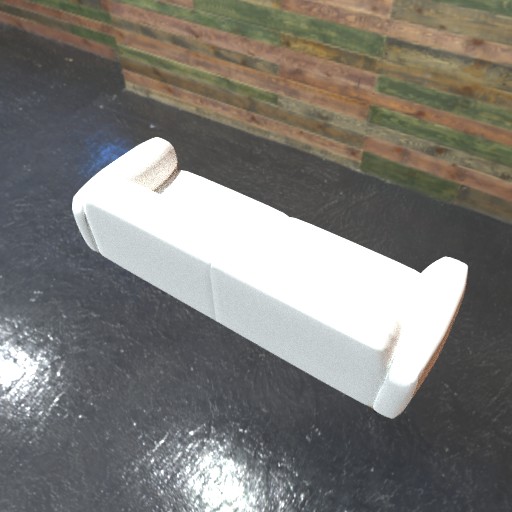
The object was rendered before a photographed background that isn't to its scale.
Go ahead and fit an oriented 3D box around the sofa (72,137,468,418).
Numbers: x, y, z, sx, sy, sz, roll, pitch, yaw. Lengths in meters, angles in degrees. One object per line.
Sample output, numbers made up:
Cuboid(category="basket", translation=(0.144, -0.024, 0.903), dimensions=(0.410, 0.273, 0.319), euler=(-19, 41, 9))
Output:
Cuboid(category="sofa", translation=(0.000, 0.000, 2.687), dimensions=(2.280, 0.780, 0.870), euler=(26, 54, 21))
